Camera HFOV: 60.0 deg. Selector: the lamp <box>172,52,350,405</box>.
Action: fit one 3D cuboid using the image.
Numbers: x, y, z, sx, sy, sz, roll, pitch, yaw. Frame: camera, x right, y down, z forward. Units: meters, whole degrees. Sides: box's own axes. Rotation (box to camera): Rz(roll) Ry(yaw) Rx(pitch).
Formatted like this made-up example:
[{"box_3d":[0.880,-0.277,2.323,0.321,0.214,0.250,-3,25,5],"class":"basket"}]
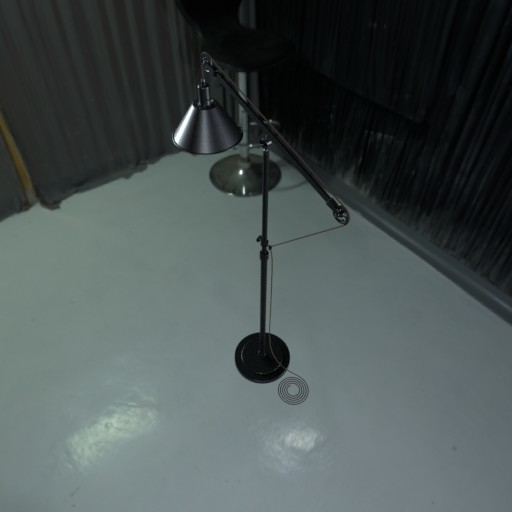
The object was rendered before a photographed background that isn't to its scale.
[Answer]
[{"box_3d":[0.000,0.000,1.995,0.319,1.626,0.904,-31,54,-26],"class":"lamp"}]
